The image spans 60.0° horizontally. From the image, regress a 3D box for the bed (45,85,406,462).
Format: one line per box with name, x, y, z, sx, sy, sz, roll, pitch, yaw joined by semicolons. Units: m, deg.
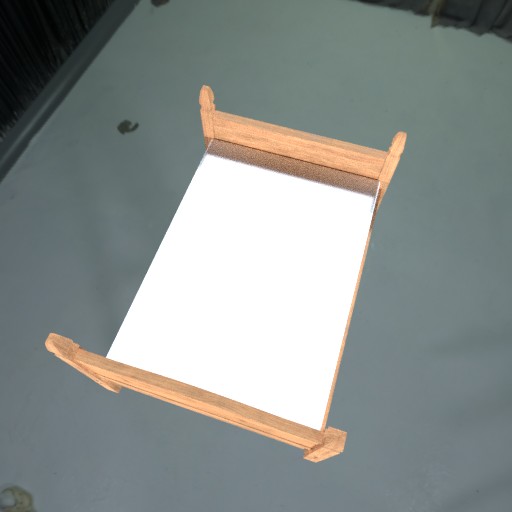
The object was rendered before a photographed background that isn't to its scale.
bed;0.000;0.000;2.919;1.490;1.100;2.069;16;64;8
